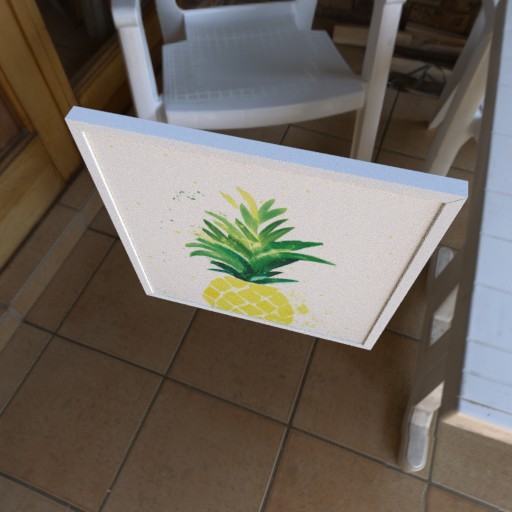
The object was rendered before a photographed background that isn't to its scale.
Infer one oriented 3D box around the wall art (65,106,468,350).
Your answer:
[{"bbox_3d":[0.000,0.000,1.146,0.763,0.761,0.038,13,59,8],"label":"wall art"}]
